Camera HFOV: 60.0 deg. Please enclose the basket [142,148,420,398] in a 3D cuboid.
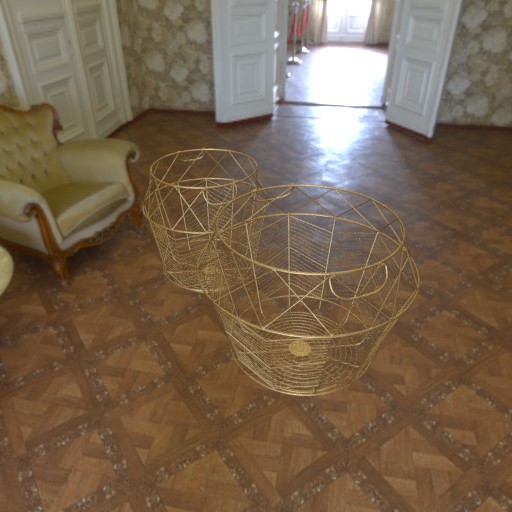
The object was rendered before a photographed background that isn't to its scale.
[{"bbox_3d":[0.000,0.000,1.079,0.451,0.343,0.805,-21,38,-30],"label":"basket"}]
